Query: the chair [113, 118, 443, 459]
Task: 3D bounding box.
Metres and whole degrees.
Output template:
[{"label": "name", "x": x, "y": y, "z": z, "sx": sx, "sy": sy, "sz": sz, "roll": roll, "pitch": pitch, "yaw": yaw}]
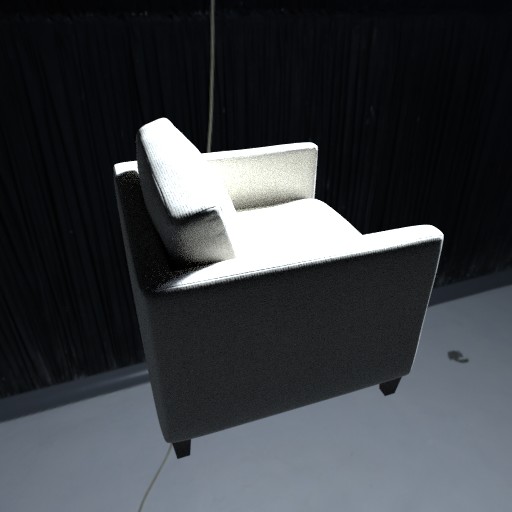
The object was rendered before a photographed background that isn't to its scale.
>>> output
[{"label": "chair", "x": 0.000, "y": 0.000, "z": 1.736, "sx": 0.959, "sy": 0.919, "sz": 0.996, "roll": -10, "pitch": 33, "yaw": -16}]
